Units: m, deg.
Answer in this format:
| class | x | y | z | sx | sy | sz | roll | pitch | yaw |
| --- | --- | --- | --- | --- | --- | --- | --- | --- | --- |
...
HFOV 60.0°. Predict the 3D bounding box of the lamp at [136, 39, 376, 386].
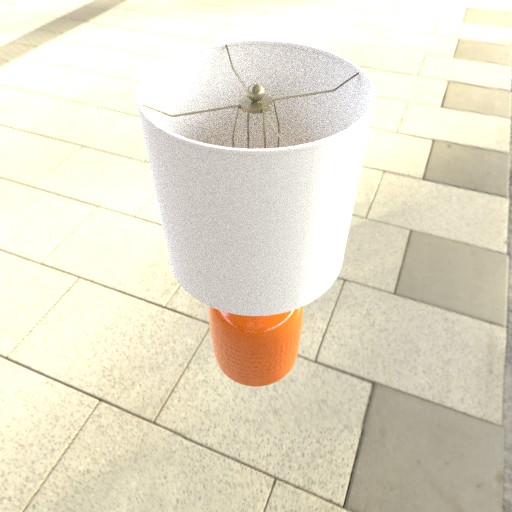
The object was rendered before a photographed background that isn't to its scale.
| class | x | y | z | sx | sy | sz | roll | pitch | yaw |
| --- | --- | --- | --- | --- | --- | --- | --- | --- | --- |
| lamp | 0.000 | 0.000 | 1.095 | 0.418 | 0.871 | 0.418 | 15 | 48 | 14 |
